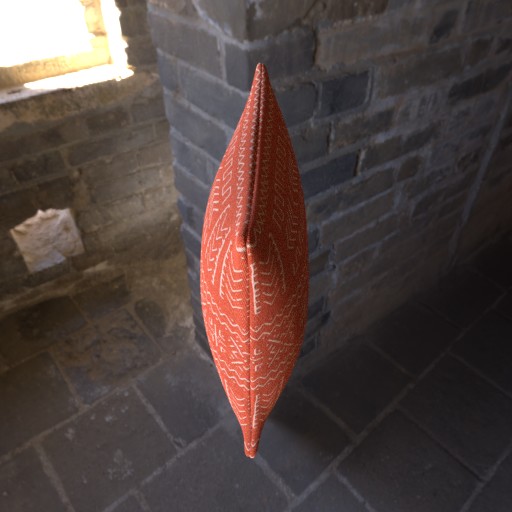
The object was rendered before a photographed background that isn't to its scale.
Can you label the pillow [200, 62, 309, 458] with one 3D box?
[{"bbox_3d":[0.000,0.000,0.677,0.164,0.429,0.438,2,42,2],"label":"pillow"}]
